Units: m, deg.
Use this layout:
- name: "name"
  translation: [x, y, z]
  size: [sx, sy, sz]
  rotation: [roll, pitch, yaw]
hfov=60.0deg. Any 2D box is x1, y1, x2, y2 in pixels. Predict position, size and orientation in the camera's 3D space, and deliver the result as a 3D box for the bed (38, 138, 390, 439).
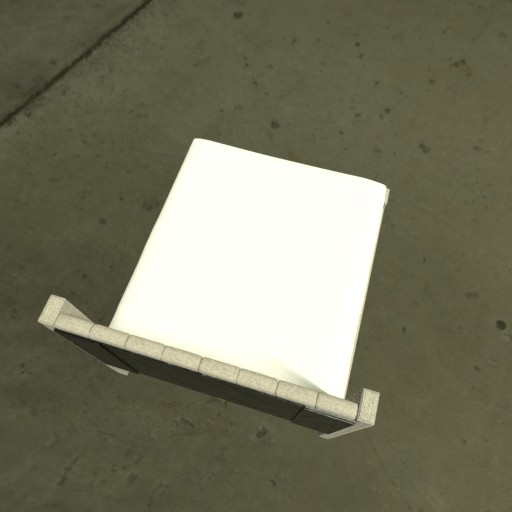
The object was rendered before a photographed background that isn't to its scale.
- name: "bed"
  translation: [0.000, 0.000, 3.778]
  size: [2.044, 1.748, 2.372]
  rotation: [15, 66, 7]
